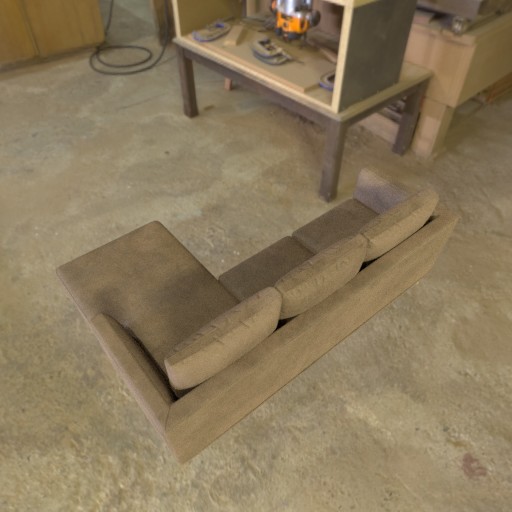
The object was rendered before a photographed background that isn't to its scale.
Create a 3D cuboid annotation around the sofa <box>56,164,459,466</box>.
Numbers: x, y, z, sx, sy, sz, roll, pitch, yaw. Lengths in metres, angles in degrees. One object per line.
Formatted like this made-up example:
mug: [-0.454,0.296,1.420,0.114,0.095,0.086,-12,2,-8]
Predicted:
sofa: [0.000,0.000,3.237,2.438,0.987,1.622,-31,54,-26]
